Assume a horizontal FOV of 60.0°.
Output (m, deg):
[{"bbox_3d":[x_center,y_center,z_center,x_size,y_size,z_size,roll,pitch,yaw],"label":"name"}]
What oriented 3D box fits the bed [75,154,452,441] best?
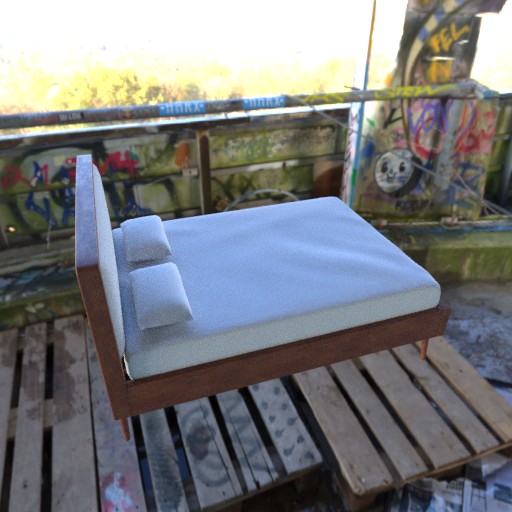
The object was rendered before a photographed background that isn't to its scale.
[{"bbox_3d":[0.000,0.000,3.188,2.196,1.275,1.587,-10,33,-16],"label":"bed"}]
